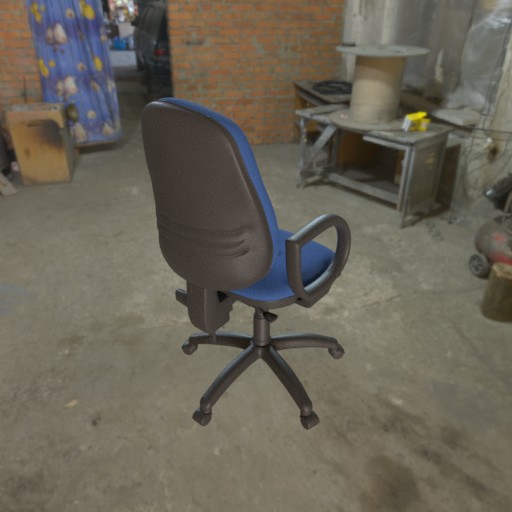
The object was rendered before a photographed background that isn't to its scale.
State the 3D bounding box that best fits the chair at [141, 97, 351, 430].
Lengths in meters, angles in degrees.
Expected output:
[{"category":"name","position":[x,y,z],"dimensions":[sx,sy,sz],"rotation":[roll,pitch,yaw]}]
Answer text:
[{"category":"chair","position":[0.000,0.000,1.247],"dimensions":[0.552,0.905,0.549],"rotation":[22,36,33]}]
